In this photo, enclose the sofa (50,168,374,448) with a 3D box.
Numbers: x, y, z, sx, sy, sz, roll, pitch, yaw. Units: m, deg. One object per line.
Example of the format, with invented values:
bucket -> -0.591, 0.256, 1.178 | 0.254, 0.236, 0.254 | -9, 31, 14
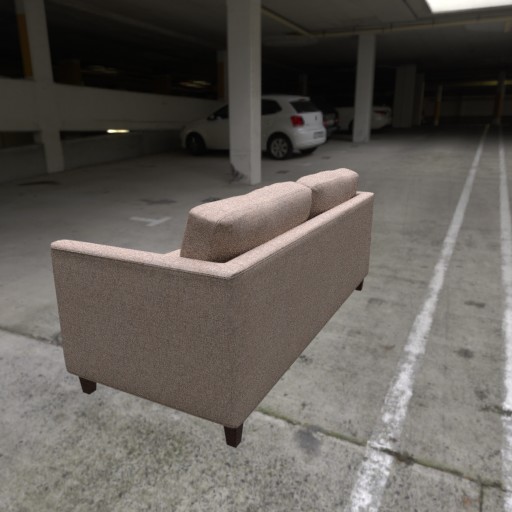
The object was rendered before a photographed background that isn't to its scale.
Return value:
sofa -> 0.000, 0.000, 2.718 | 0.951, 0.965, 2.208 | 8, 18, 26
